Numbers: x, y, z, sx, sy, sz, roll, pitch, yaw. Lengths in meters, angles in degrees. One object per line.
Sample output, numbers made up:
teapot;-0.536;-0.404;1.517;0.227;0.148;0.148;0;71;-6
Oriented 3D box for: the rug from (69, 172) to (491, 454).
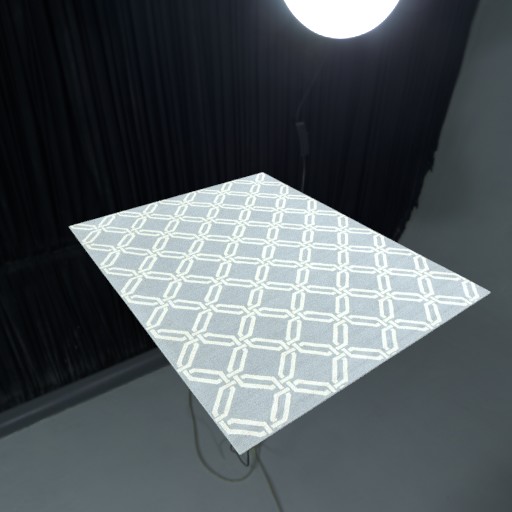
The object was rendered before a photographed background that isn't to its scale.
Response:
rug;0.000;0.000;3.770;2.288;0.018;2.895;-21;38;-29
